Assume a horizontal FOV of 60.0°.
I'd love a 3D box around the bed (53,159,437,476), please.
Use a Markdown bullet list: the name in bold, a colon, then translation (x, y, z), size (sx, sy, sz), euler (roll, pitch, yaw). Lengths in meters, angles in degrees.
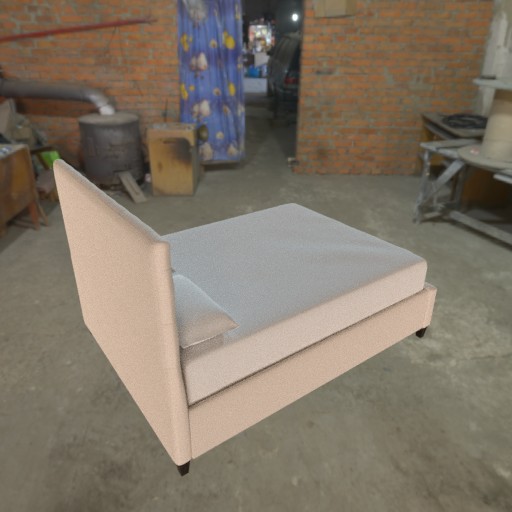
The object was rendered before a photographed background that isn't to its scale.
- **bed**: translation (0.000, 0.000, 3.286), size (2.233, 1.426, 1.696), euler (-18, 32, -31)
